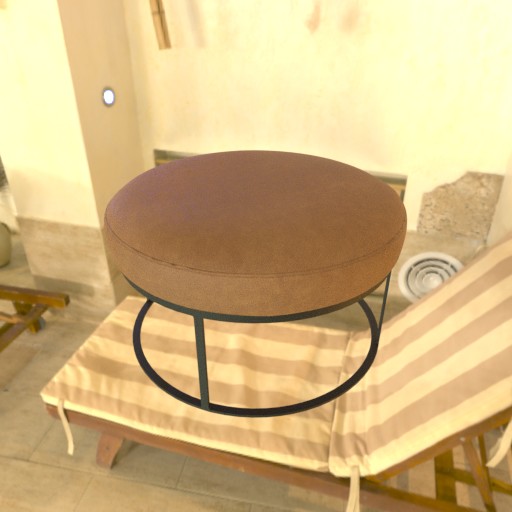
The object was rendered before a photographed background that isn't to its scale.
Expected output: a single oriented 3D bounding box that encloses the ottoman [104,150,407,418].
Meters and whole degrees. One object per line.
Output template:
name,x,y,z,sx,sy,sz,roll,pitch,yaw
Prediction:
ottoman,0.000,0.000,1.251,0.771,0.460,0.771,0,30,0
